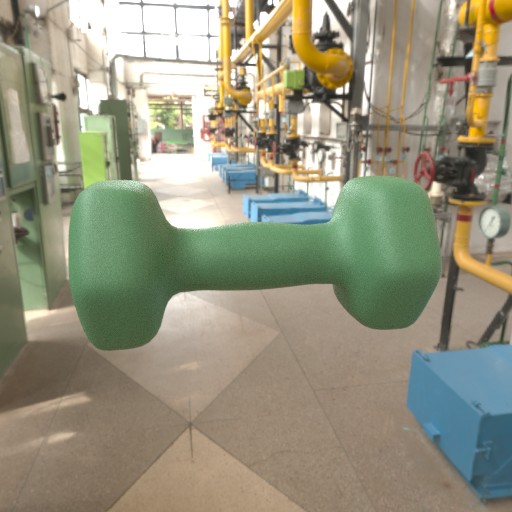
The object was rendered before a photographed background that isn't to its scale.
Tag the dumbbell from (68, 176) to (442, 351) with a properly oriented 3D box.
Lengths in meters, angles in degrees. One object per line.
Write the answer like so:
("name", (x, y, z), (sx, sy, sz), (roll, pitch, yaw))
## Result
("dumbbell", (0.000, 0.000, 0.334), (0.257, 0.114, 0.126), (-2, 16, -8))
